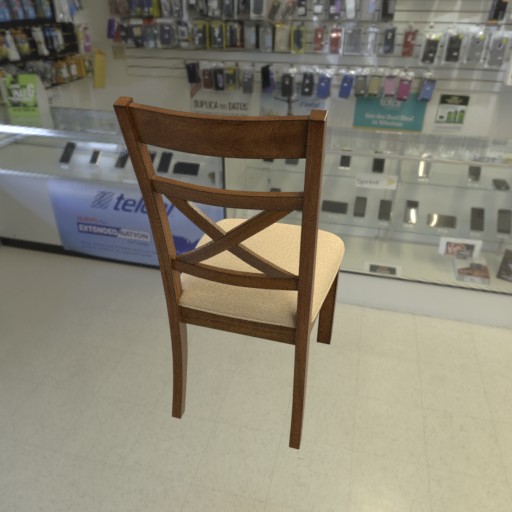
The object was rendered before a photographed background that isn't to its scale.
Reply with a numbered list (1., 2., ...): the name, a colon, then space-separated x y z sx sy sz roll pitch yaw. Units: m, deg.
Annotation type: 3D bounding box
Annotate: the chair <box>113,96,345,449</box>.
1. chair: 0.000 0.000 1.267 0.461 0.949 0.581 9 32 14
